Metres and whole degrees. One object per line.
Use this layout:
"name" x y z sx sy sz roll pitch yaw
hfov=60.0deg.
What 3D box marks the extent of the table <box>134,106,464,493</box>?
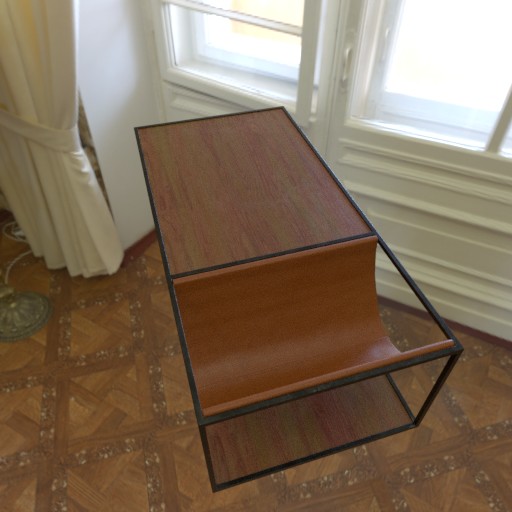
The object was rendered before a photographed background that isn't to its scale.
"table" 0.000 0.000 1.461 0.597 0.403 1.199 -12 46 -12
